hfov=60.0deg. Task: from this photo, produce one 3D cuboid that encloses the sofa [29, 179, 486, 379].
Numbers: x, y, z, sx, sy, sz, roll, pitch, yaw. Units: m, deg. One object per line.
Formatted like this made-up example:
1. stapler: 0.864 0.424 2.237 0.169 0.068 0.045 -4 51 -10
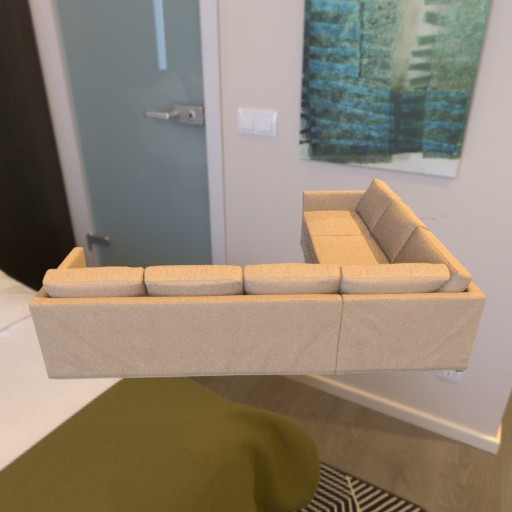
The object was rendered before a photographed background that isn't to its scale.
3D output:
1. sofa: 0.000 0.000 4.235 3.182 0.871 2.432 -1 26 -1
